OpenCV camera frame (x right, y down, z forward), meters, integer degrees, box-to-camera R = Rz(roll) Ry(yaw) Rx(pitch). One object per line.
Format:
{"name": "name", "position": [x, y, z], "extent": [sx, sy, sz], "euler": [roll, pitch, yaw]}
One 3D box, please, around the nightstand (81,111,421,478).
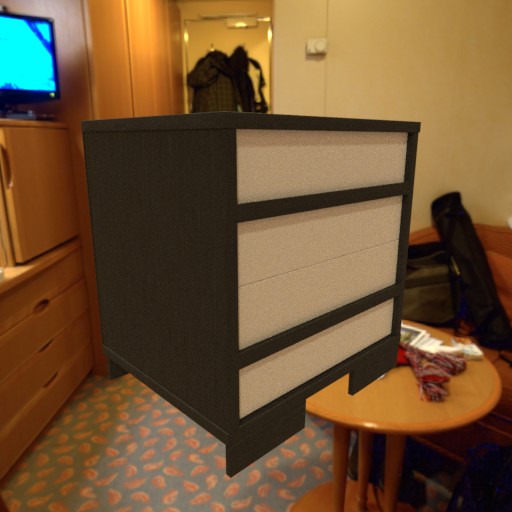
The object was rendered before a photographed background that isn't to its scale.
{"name": "nightstand", "position": [0.000, 0.000, 0.770], "extent": [0.427, 0.448, 0.347], "euler": [-14, 20, -42]}
